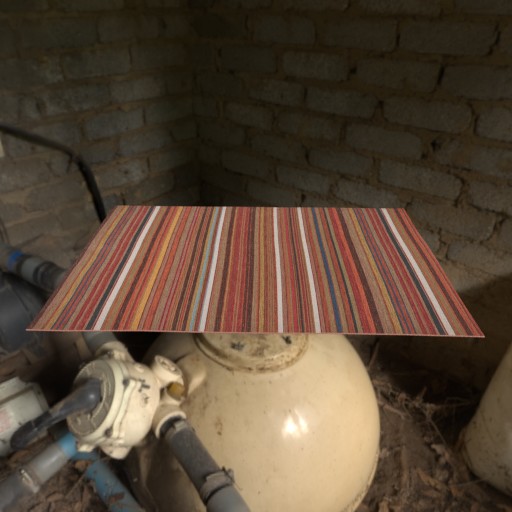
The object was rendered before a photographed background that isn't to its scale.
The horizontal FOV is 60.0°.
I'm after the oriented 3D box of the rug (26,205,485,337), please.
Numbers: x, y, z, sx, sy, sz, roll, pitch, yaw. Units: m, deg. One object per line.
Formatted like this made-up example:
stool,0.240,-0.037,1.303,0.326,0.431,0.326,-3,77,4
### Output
rug,0.000,0.000,2.277,1.828,0.007,1.217,1,30,1
